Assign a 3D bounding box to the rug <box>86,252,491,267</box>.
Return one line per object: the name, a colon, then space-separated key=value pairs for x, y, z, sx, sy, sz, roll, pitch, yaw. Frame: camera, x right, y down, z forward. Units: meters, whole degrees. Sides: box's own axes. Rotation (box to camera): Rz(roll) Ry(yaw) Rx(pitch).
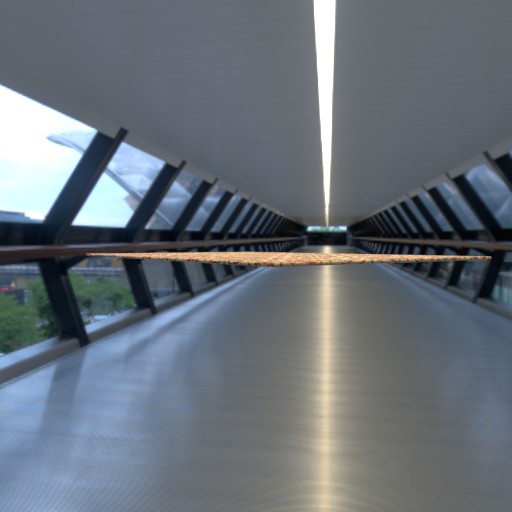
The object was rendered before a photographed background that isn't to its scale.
rug: x=0.000 y=0.000 z=2.325 sx=1.226 sy=0.013 sz=1.838 roll=-1 pitch=2 yaw=-36
